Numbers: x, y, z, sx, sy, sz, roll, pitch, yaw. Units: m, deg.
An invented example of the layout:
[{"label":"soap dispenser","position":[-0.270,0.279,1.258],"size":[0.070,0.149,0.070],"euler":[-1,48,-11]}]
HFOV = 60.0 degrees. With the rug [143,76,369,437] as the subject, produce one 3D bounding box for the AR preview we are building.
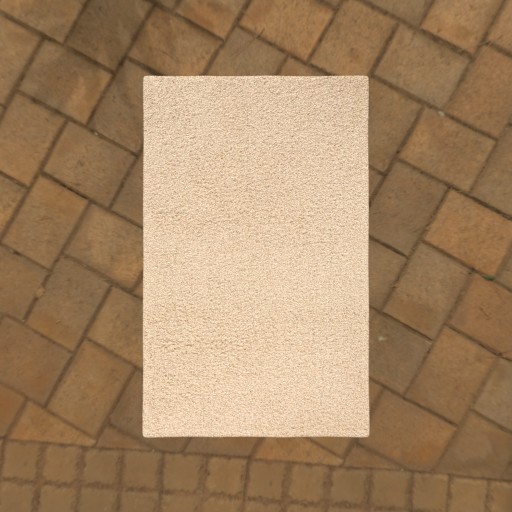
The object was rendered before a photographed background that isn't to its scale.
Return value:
[{"label":"rug","position":[0.000,0.000,2.995],"size":[1.524,0.030,2.438],"euler":[0,90,0]}]
